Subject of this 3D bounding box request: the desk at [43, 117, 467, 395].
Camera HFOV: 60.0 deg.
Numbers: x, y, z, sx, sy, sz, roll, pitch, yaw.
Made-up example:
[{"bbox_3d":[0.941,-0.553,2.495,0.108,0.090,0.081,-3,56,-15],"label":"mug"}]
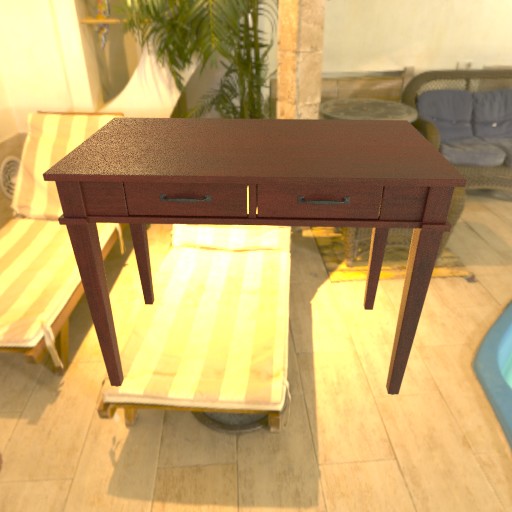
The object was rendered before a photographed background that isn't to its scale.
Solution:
[{"bbox_3d":[0.000,0.000,1.472,1.001,0.762,0.549,1,31,2],"label":"desk"}]
